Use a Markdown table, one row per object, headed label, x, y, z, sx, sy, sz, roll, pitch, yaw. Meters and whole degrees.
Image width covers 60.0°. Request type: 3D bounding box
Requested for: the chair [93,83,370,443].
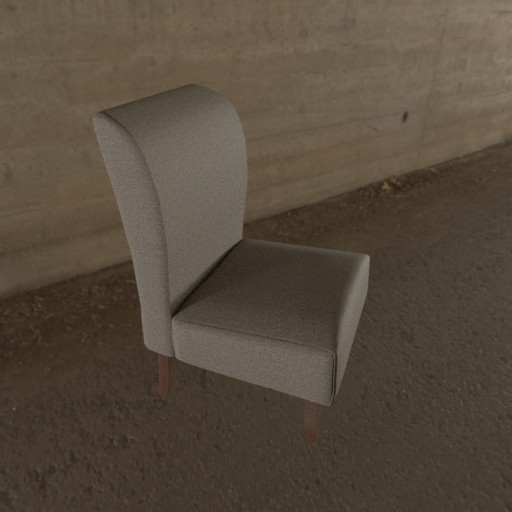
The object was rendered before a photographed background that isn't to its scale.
| label | x | y | z | sx | sy | sz | roll | pitch | yaw |
| --- | --- | --- | --- | --- | --- | --- | --- | --- | --- |
| chair | 0.000 | 0.000 | 1.214 | 0.592 | 0.804 | 0.513 | 10 | 31 | 17 |
